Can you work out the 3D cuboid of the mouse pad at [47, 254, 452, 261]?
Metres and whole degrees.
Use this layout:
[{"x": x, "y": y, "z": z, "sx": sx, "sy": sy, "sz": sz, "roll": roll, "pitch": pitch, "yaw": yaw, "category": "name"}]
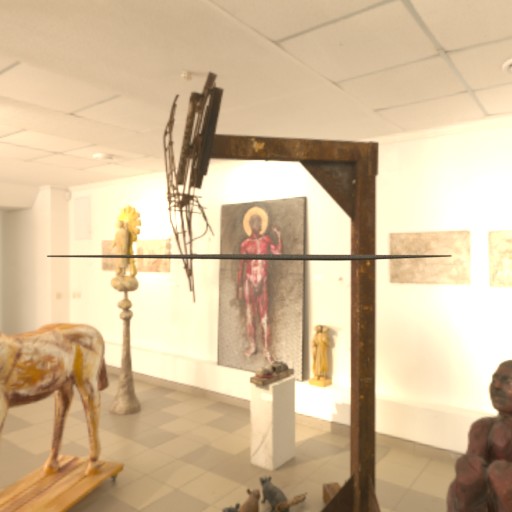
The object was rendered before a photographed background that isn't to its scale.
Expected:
[{"x": 0.000, "y": 0.000, "z": 0.635, "sx": 0.451, "sy": 0.002, "sz": 0.393, "roll": 0, "pitch": 1, "yaw": 36, "category": "mouse pad"}]
